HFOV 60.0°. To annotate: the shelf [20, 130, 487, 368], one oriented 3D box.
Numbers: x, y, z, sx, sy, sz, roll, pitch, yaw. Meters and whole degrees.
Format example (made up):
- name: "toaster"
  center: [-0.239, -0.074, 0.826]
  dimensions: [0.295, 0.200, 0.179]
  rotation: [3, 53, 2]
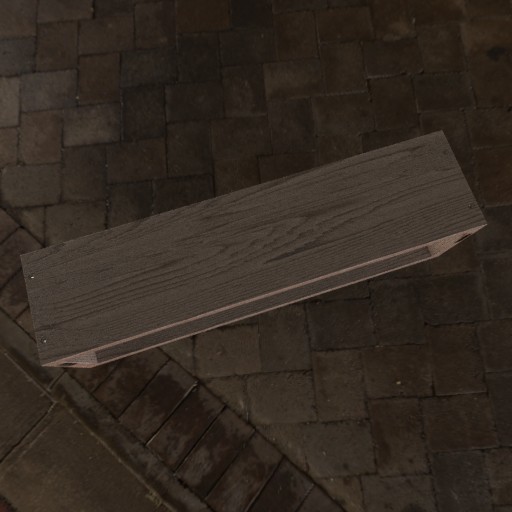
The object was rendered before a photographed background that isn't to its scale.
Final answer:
- name: "shelf"
  center: [0.000, 0.000, 0.676]
  dimensions: [0.610, 0.170, 0.150]
  rotation: [-17, 76, -5]
